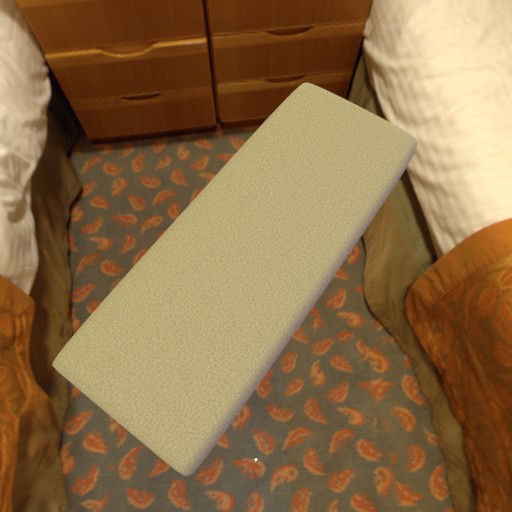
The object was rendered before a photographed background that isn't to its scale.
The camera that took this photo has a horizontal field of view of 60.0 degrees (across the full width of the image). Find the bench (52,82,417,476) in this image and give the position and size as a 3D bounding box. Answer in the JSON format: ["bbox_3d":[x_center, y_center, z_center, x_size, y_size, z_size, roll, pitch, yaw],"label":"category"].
[{"bbox_3d":[0.000,0.000,1.843,0.631,0.383,1.598,33,69,14],"label":"bench"}]
